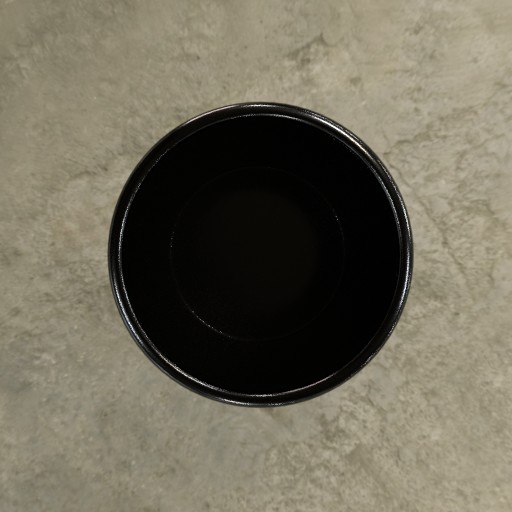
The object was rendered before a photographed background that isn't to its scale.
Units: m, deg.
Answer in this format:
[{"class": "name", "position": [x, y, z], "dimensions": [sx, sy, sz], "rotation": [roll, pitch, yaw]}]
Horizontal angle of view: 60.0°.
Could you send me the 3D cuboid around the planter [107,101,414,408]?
[{"class": "planter", "position": [0.000, 0.000, 0.644], "dimensions": [0.310, 0.432, 0.310], "rotation": [0, 91, -1]}]
